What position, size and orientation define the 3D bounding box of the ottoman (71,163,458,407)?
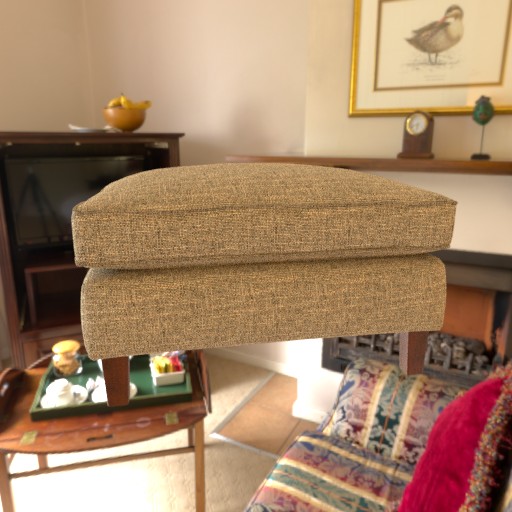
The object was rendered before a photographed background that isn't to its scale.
[{"bbox_3d":[0.000,0.000,0.992,0.686,0.406,0.508,-3,15,-11],"label":"ottoman"}]
